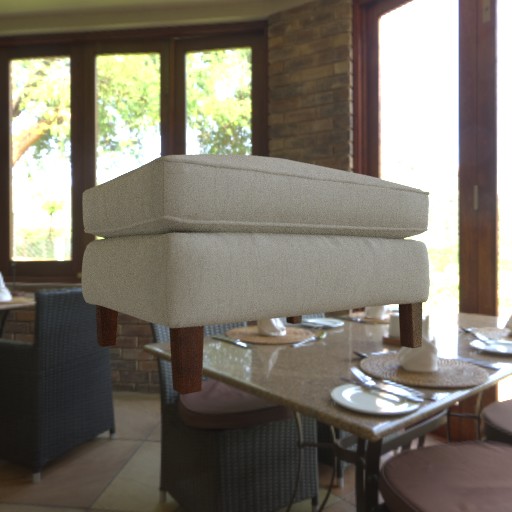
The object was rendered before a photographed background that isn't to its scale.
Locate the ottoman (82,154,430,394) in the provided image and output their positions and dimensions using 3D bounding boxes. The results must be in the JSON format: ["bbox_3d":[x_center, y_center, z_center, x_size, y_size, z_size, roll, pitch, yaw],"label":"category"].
[{"bbox_3d":[0.000,0.000,0.997,0.665,0.406,0.501,0,0,-35],"label":"ottoman"}]
